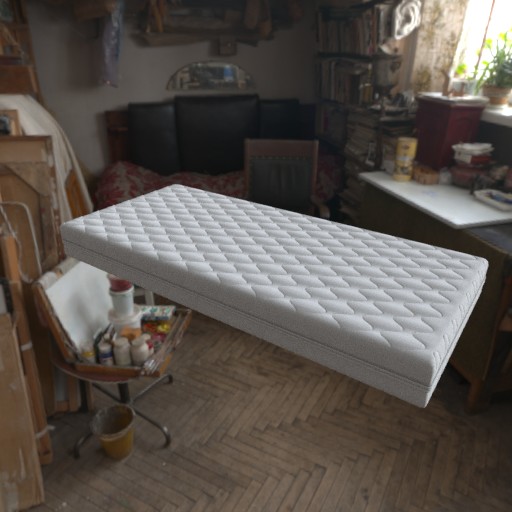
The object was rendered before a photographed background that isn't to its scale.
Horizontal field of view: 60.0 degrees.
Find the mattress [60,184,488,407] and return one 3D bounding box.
[{"bbox_3d":[0.000,0.000,2.257,2.000,0.200,0.900,18,32,31],"label":"mattress"}]
